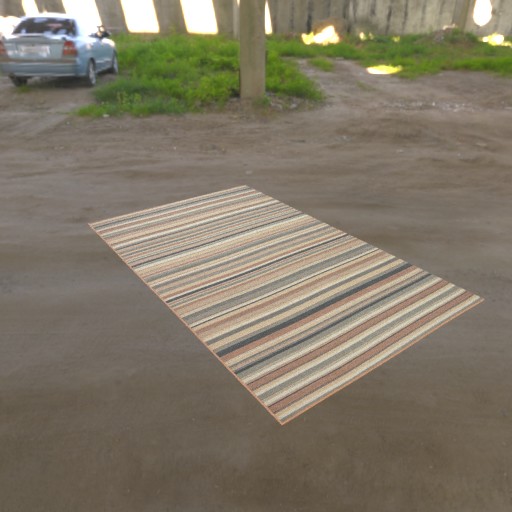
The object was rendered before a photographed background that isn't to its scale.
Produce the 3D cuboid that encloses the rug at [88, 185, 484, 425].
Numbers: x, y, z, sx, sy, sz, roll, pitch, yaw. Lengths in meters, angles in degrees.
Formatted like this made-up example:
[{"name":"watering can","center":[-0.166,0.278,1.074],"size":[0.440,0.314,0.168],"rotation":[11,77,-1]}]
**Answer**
[{"name":"rug","center":[0.000,0.000,3.059],"size":[1.523,0.014,2.438],"rotation":[-19,34,-31]}]
